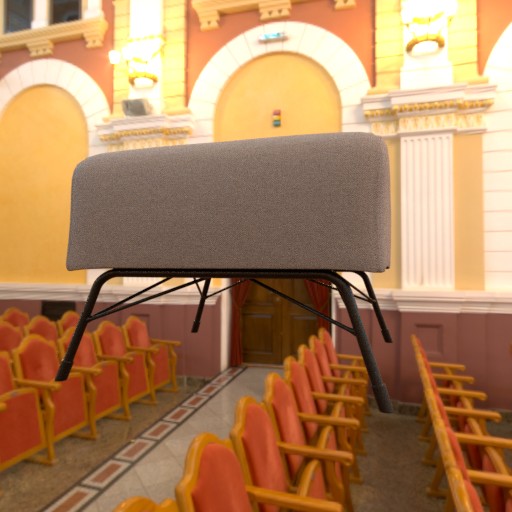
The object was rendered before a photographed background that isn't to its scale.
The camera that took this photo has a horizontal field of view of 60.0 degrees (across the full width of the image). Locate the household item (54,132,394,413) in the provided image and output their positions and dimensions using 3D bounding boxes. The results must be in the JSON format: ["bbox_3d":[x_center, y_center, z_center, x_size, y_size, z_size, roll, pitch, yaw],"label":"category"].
[{"bbox_3d":[0.000,0.000,0.896,0.530,0.410,0.530,0,-1,17],"label":"household item"}]
